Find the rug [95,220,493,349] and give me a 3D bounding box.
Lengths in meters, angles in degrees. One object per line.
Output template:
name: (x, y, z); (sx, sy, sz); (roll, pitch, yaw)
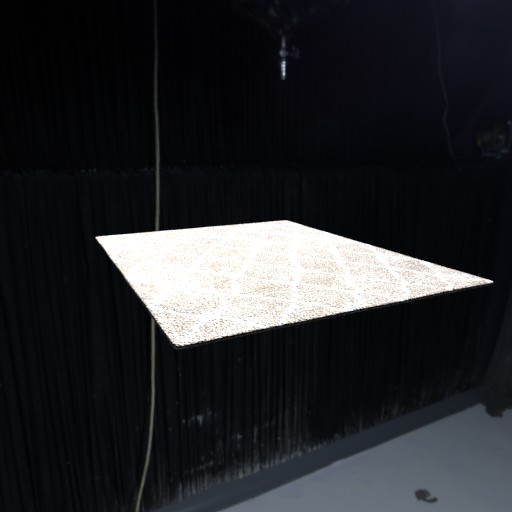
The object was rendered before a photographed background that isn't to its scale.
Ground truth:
rug: (0.000, 0.000, 4.077); (2.438, 0.029, 3.047); (-7, 16, -26)
